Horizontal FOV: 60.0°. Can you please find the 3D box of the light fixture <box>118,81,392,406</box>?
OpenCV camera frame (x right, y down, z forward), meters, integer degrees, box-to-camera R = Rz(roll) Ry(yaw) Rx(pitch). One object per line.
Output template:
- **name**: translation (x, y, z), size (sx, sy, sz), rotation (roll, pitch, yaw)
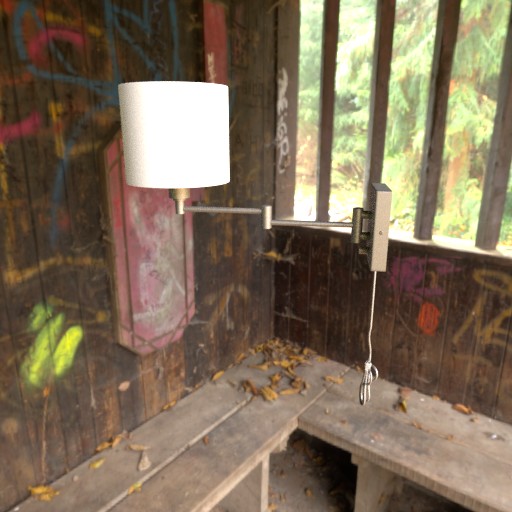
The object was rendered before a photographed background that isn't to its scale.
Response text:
- **light fixture**: translation (0.000, 0.000, 0.905), size (0.516, 0.651, 0.203), rotation (3, 17, 9)
